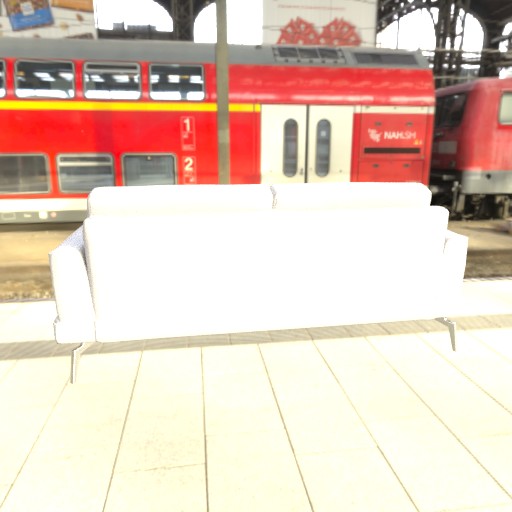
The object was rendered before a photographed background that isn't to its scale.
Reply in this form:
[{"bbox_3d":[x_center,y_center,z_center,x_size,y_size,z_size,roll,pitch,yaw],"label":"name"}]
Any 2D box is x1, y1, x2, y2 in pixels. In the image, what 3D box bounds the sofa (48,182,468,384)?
[{"bbox_3d":[0.000,0.000,2.710,2.177,0.930,1.121,-2,14,-10],"label":"sofa"}]
